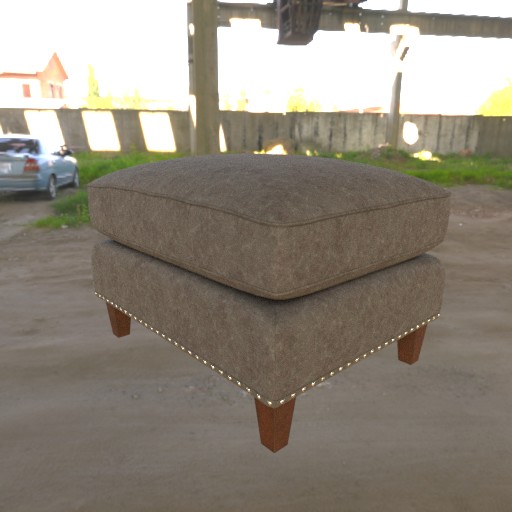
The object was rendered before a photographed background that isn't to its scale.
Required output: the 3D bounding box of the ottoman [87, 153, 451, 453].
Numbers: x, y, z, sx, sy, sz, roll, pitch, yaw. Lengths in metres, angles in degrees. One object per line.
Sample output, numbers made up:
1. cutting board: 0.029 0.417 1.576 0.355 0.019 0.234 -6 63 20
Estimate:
1. ottoman: 0.000 0.000 1.141 0.584 0.513 0.741 -13 20 -40
